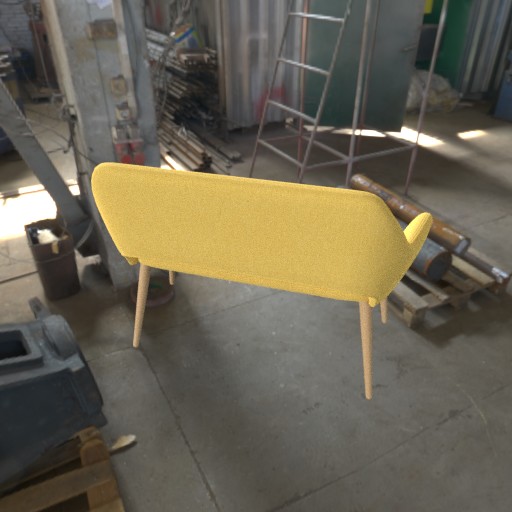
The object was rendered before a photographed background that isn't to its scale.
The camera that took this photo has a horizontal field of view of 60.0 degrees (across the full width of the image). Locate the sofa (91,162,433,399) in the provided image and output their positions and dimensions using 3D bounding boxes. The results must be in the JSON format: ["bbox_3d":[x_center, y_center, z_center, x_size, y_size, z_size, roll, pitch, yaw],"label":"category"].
[{"bbox_3d":[0.000,0.000,1.626,1.150,0.840,0.610,9,34,14],"label":"sofa"}]
